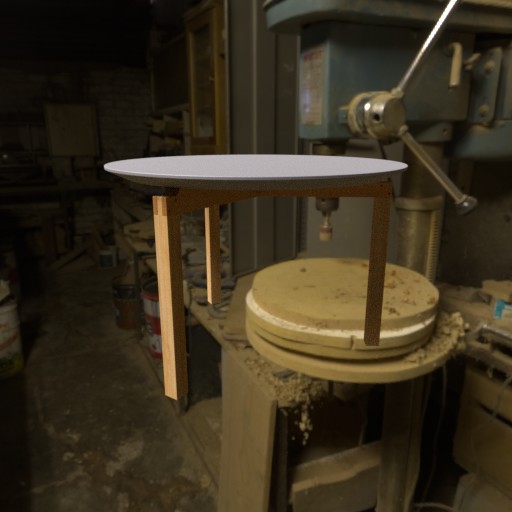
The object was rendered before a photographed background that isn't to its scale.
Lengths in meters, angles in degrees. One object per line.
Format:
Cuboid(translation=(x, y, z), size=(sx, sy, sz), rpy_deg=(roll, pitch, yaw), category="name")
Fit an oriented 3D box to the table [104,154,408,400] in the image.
Cuboid(translation=(0.000, 0.000, 0.976), size=(0.600, 0.405, 0.600), rpy_deg=(0, 16, 0), category="table")
